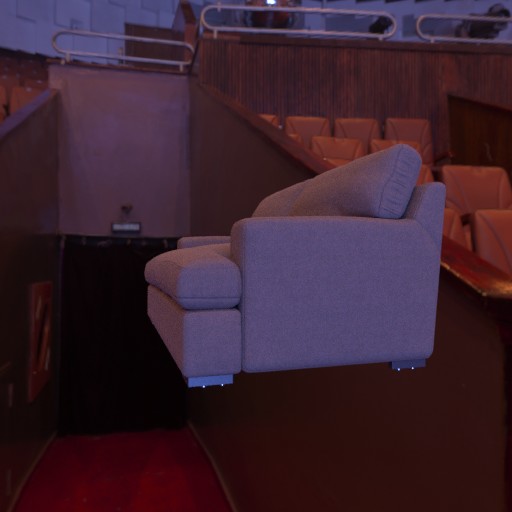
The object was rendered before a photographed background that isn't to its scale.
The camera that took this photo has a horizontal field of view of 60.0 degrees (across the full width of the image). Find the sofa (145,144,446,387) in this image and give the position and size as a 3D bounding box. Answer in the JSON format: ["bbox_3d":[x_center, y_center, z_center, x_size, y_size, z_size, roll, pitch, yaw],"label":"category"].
[{"bbox_3d":[0.000,0.000,2.548,1.140,0.950,1.869,0,0,-18],"label":"sofa"}]
